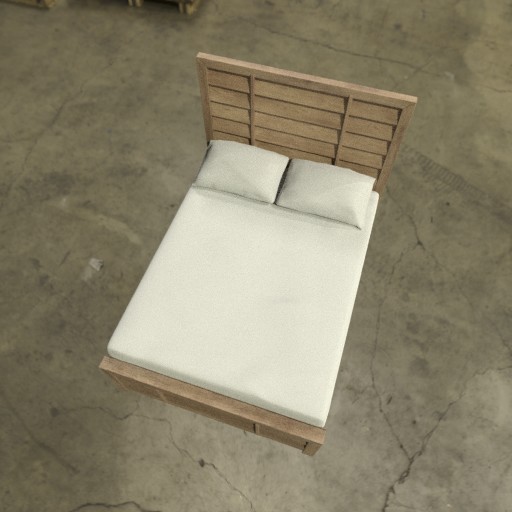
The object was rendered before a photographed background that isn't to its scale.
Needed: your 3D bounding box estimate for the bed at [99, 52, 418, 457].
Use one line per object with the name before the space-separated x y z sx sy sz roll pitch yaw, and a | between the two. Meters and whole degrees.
bed | 0.000 0.000 3.335 1.626 1.626 2.197 16 60 9
